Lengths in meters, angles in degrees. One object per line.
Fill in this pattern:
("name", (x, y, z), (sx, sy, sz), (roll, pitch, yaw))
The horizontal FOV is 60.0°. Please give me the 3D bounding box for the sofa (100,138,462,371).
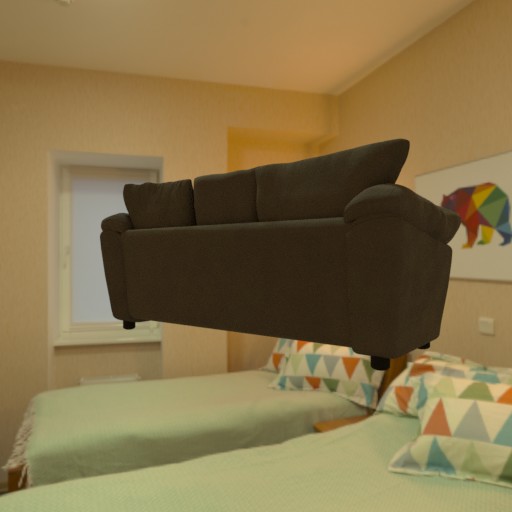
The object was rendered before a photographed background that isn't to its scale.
("sofa", (0.000, 0.000, 2.899), (2.336, 1.073, 0.878), (0, 0, 38))
